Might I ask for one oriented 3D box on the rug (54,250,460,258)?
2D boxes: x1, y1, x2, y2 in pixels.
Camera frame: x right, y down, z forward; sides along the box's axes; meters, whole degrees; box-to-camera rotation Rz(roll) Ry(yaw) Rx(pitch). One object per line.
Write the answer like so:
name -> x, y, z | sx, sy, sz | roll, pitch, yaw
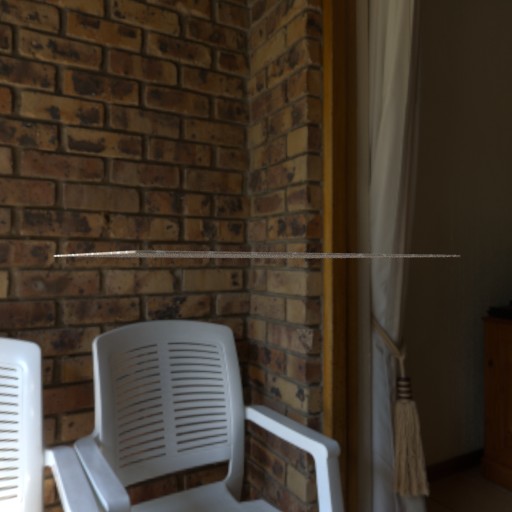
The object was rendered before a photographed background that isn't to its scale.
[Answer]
rug -> 0.000, 0.000, 2.850 | 2.134, 0.010, 1.524 | 0, -1, -35
